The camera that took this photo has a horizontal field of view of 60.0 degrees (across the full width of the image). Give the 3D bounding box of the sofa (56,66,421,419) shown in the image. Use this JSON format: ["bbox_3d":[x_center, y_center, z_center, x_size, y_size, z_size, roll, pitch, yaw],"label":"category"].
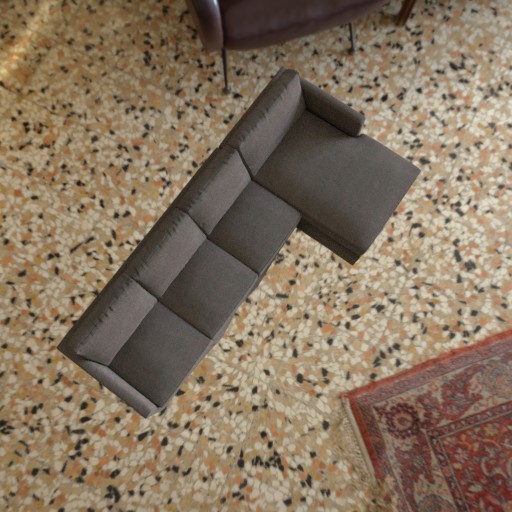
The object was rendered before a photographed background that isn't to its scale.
[{"bbox_3d":[0.000,0.000,3.973,1.650,0.922,3.205,35,79,8],"label":"sofa"}]
